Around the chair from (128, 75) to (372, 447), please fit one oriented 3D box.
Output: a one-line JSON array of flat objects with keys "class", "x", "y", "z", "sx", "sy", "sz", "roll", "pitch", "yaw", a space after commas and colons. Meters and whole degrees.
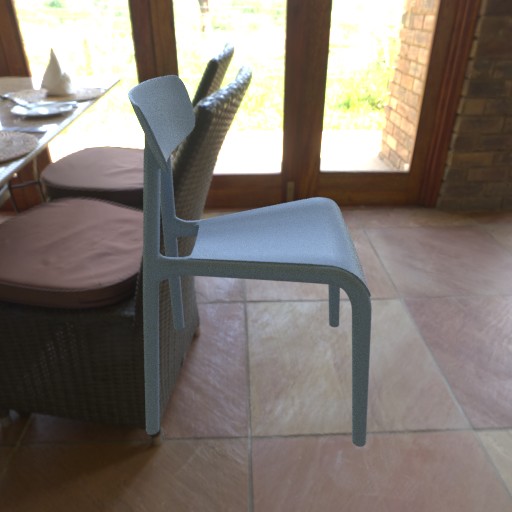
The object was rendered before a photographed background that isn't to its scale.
[{"class": "chair", "x": 0.000, "y": 0.000, "z": 0.802, "sx": 0.401, "sy": 0.580, "sz": 0.356, "roll": 0, "pitch": 30, "yaw": 1}]
